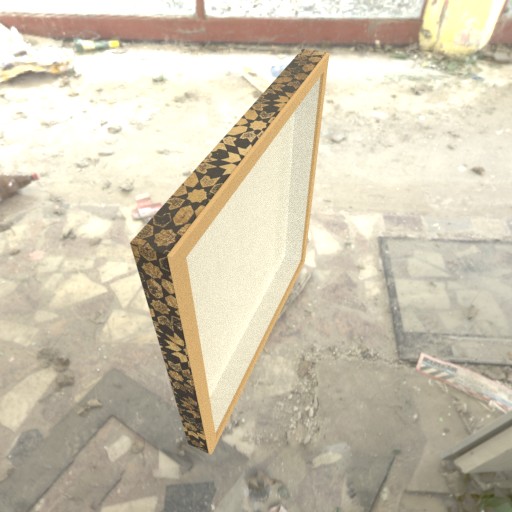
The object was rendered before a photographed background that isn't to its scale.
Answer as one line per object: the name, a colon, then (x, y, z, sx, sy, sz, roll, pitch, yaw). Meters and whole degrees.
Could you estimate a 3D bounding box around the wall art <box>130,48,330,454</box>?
wall art: (0.000, 0.000, 0.610, 0.038, 0.405, 0.405, 17, 49, 16)
